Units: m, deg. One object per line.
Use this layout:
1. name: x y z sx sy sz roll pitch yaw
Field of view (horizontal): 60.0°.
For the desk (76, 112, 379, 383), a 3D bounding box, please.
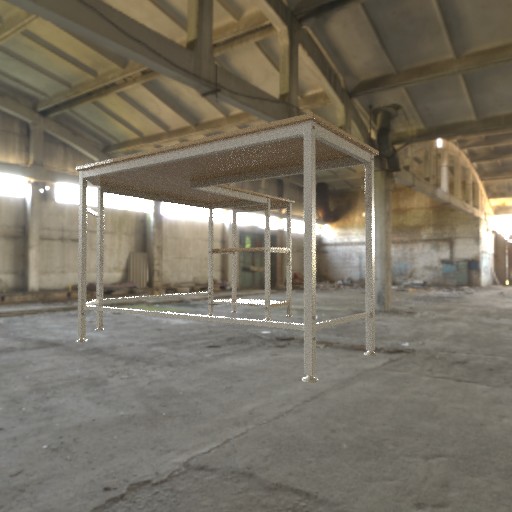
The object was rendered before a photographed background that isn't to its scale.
1. desk: 0.000 0.000 2.167 1.379 0.739 1.379 -1 -2 36
